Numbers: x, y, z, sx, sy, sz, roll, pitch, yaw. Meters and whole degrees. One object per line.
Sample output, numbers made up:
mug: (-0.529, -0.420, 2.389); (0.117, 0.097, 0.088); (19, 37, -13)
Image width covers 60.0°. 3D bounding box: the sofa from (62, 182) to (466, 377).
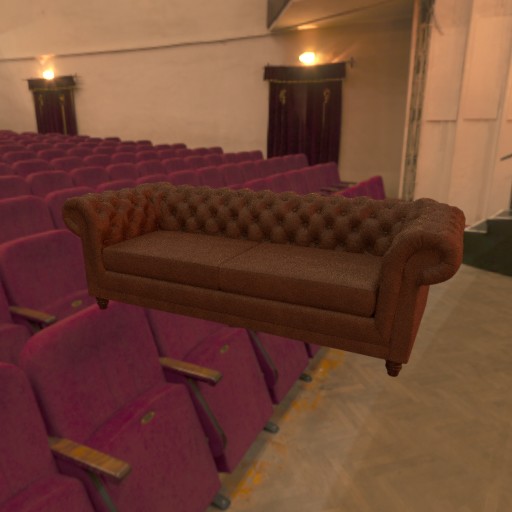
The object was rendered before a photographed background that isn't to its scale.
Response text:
sofa: (0.000, 0.000, 2.838); (2.385, 0.783, 0.944); (8, 18, 25)
